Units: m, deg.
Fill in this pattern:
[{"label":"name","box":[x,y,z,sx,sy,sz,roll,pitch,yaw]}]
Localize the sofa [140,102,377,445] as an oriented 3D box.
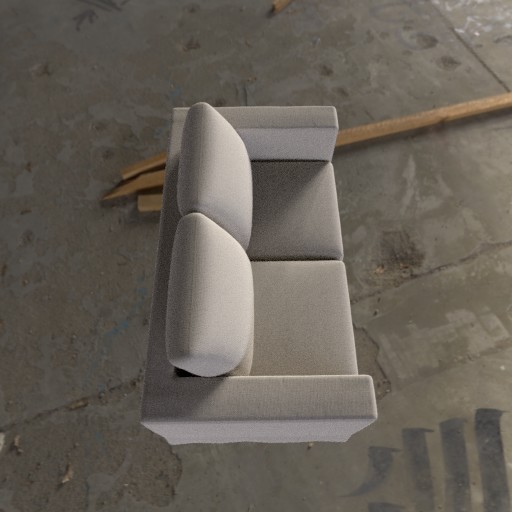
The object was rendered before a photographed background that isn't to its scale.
[{"label":"sofa","box":[0.000,0.000,2.425,1.009,0.932,1.813,-1,62,0]}]
